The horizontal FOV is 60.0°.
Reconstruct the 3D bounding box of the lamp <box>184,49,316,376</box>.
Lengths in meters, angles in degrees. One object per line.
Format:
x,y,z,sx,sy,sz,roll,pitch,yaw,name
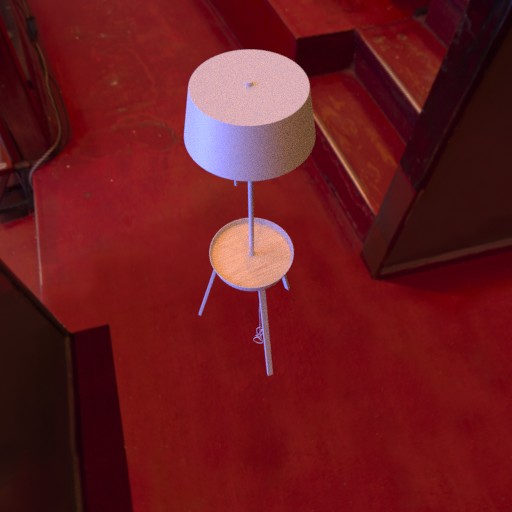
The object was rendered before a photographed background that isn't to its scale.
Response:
0.000,0.000,1.665,0.508,1.429,0.468,-16,58,-10,lamp
